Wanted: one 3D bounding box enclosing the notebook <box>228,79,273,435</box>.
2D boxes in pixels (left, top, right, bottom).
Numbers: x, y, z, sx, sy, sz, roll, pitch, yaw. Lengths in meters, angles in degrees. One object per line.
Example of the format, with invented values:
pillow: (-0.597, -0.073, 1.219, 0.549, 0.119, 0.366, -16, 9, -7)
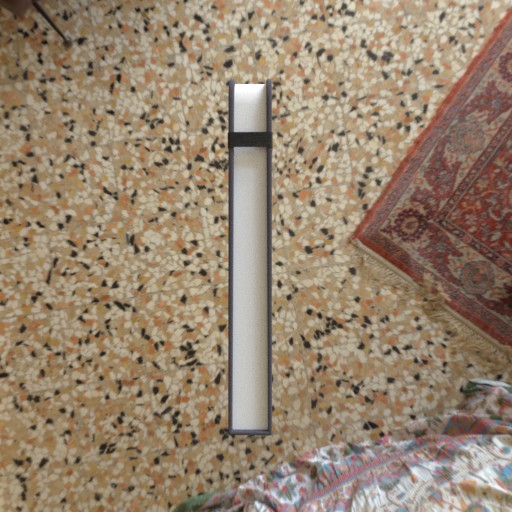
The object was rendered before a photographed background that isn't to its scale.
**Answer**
notebook: (0.000, 0.000, 0.260, 0.016, 0.213, 0.127, 0, 89, 1)
